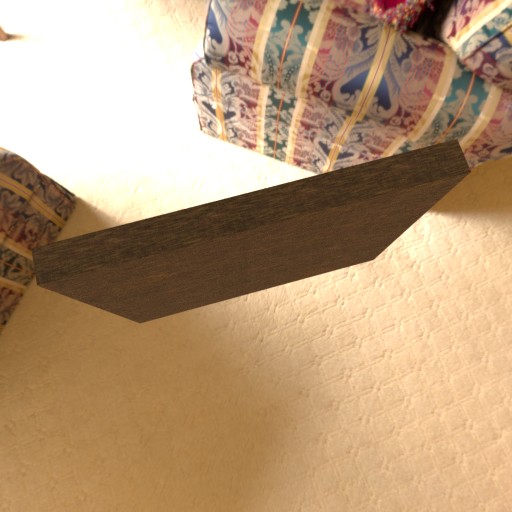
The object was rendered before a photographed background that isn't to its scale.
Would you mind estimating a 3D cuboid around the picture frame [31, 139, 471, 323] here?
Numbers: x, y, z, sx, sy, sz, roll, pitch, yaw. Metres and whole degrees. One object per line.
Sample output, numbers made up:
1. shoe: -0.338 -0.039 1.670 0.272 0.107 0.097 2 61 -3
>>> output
1. picture frame: 0.000 0.000 0.537 0.378 0.330 0.033 -15 77 -4
